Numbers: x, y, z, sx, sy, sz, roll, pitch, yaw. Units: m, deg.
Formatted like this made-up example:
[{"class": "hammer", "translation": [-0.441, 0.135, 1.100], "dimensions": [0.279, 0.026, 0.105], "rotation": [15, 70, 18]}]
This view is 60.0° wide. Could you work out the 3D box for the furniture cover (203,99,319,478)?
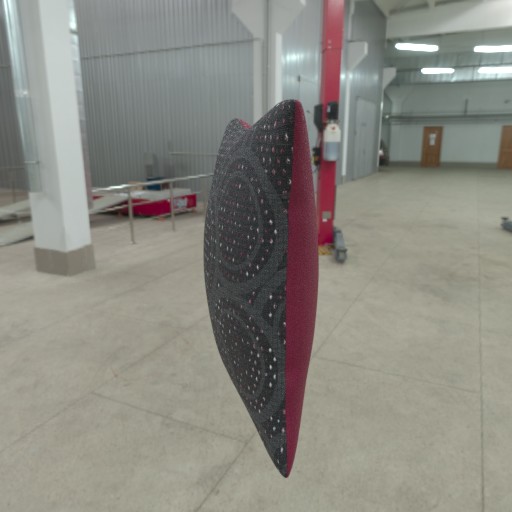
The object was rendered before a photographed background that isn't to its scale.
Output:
[{"class": "furniture cover", "translation": [0.000, 0.000, 0.821], "dimensions": [0.193, 0.509, 0.552], "rotation": [-2, 15, -9]}]
